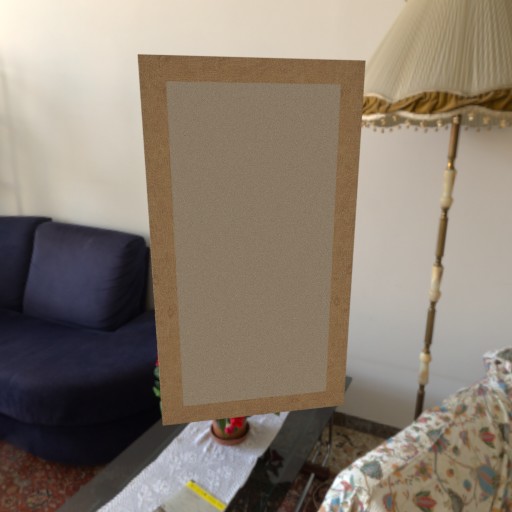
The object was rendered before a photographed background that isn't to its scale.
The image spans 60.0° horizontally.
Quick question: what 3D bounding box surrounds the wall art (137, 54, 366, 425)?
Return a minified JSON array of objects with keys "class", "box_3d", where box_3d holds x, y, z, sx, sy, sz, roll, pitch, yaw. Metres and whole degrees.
[{"class":"wall art","box_3d":[0.000,0.000,0.830,0.381,0.683,0.013,-3,16,-10]}]
